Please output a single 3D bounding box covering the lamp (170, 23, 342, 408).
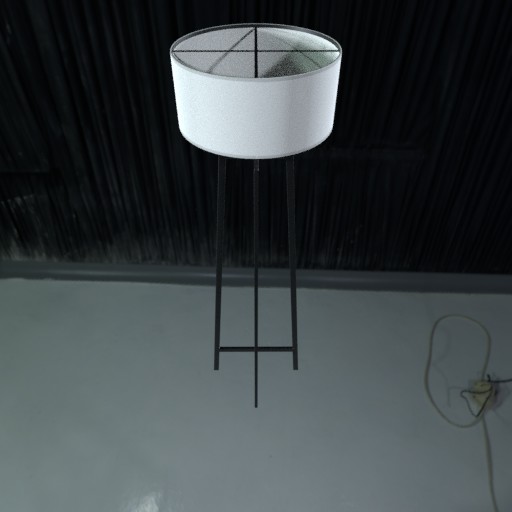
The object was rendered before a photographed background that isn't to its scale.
[{"bbox_3d":[0.000,0.000,1.697,0.456,1.510,0.457,0,42,0],"label":"lamp"}]
